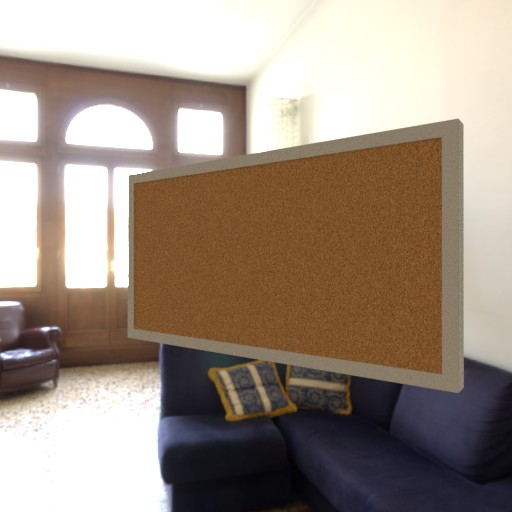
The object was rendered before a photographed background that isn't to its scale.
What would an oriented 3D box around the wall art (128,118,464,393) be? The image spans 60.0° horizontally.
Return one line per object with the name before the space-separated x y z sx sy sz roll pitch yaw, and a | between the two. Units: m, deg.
wall art | 0.000 0.000 0.949 0.812 0.431 0.038 0 0 36
